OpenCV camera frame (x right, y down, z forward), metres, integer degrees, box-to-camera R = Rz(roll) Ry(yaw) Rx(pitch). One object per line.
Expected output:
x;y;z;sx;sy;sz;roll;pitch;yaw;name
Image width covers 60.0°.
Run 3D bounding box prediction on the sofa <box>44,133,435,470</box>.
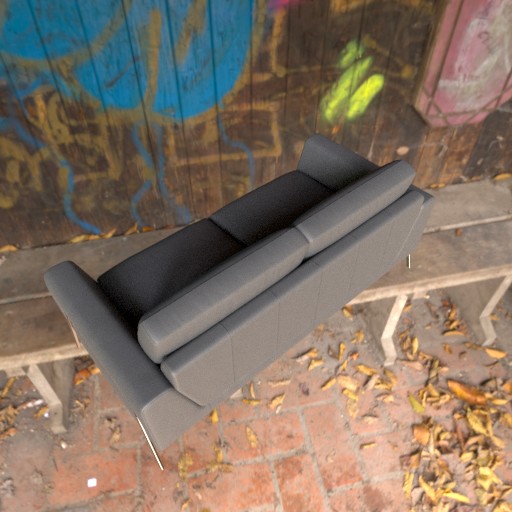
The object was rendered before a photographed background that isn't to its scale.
0.000;0.000;2.521;2.017;0.875;0.953;-32;54;-27;sofa
